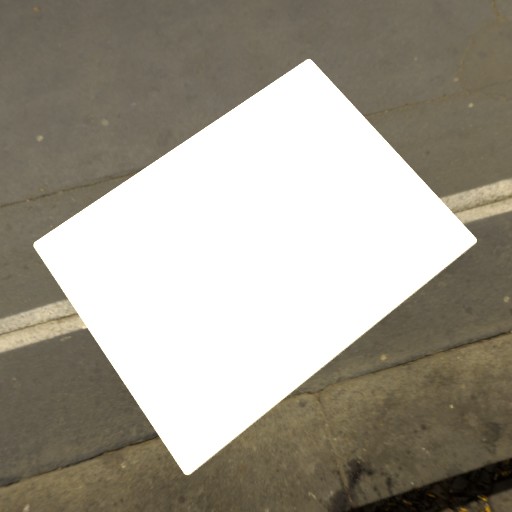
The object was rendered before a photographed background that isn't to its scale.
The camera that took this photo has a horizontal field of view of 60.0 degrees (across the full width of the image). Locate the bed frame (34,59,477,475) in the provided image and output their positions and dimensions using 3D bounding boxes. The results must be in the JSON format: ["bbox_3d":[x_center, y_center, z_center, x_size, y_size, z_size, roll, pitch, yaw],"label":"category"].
[{"bbox_3d":[0.000,0.000,2.838,2.072,0.659,1.557,-36,79,-9],"label":"bed frame"}]
